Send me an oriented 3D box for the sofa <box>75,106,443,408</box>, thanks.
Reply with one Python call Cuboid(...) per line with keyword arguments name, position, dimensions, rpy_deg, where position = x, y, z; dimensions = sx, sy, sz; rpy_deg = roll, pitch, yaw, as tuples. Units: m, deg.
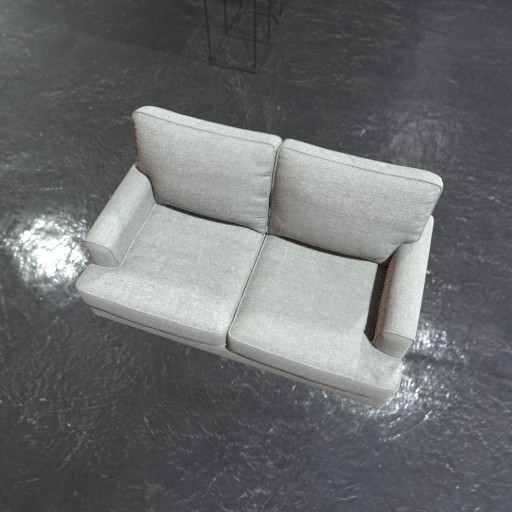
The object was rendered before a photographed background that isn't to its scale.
Cuboid(name="sofa", position=(0.000, 0.000, 2.277), dimensions=(1.651, 0.965, 0.965), rpy_deg=(16, 59, 10))
